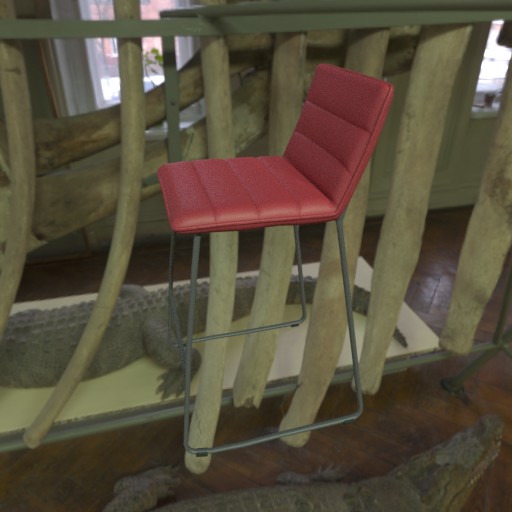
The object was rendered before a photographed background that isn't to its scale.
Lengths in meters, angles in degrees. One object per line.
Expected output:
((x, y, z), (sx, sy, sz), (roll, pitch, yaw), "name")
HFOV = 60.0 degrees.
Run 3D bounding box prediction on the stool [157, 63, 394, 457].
((0.000, 0.000, 1.224), (0.524, 0.937, 0.489), (-8, 31, -13), "stool")
